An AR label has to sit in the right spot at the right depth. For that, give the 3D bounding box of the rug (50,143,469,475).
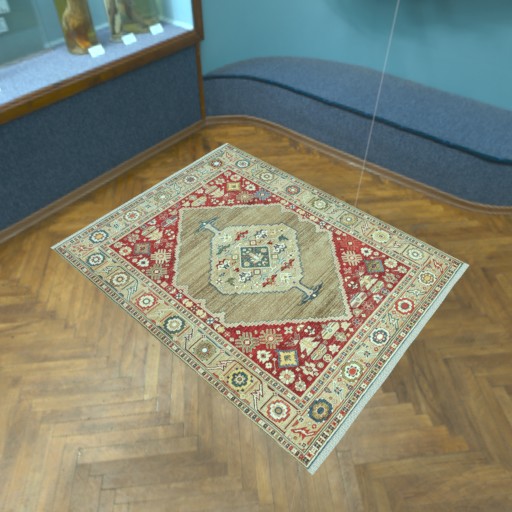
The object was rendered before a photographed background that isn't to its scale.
[{"bbox_3d":[0.000,0.000,4.203,3.143,0.008,2.451,33,55,27],"label":"rug"}]
